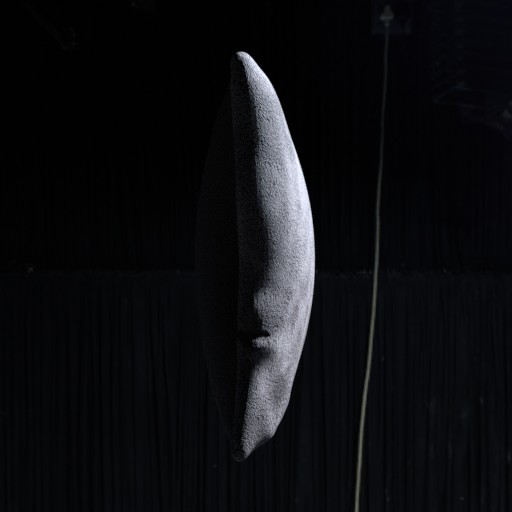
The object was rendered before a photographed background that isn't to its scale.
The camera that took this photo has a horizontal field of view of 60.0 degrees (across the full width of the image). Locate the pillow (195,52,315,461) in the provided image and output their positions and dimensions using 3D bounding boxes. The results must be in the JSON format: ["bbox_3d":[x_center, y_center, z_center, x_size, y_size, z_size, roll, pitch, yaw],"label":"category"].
[{"bbox_3d":[0.000,0.000,0.802,0.204,0.520,0.522,0,1,1],"label":"pillow"}]
